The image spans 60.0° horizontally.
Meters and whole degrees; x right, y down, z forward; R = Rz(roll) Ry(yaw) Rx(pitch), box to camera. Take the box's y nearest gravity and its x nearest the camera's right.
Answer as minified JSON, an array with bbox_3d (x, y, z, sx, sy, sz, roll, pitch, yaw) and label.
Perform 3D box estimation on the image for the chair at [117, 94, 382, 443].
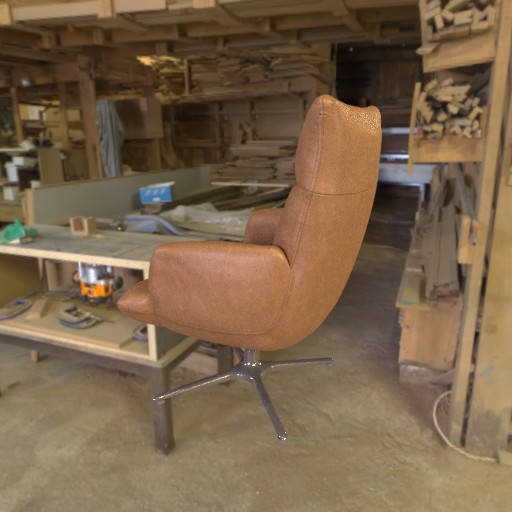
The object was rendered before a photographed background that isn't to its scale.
[{"bbox_3d":[0.000,0.000,1.581,0.794,1.027,0.711,7,17,24],"label":"chair"}]
